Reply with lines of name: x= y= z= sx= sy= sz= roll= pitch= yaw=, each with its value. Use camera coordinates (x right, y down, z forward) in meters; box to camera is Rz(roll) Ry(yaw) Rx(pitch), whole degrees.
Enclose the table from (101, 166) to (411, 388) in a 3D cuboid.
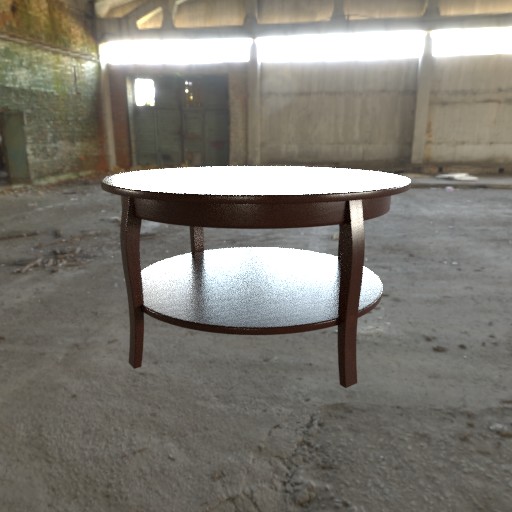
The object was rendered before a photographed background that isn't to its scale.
table: x=0.000 y=0.000 z=1.436 sx=0.911 sy=0.512 sz=0.911 roll=0 pitch=15 yaw=0
